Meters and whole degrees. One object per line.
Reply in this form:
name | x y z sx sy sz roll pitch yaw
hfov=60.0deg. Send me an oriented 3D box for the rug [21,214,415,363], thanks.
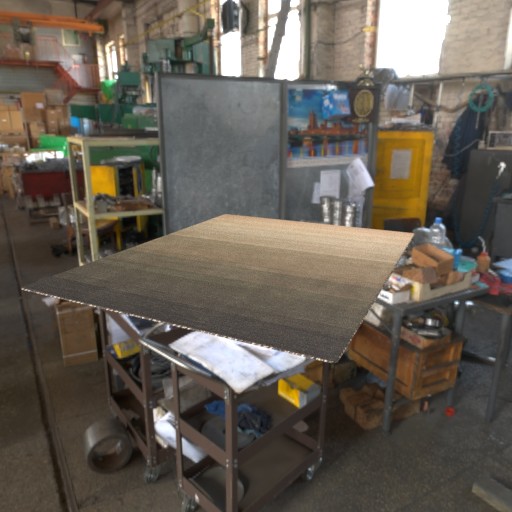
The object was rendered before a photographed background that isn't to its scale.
rug | 0.000 0.000 3.891 2.306 0.017 2.902 8 19 25
